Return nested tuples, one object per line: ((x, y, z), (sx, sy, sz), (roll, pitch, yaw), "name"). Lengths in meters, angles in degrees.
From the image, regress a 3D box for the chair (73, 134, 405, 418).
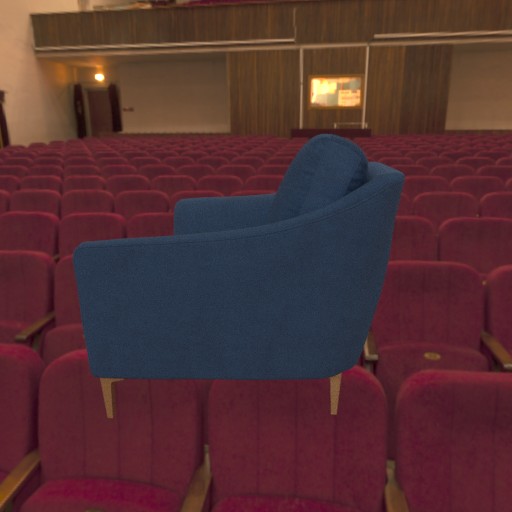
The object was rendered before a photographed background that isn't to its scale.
((0.000, 0.000, 1.700), (0.961, 0.899, 0.987), (2, 15, 8), "chair")
